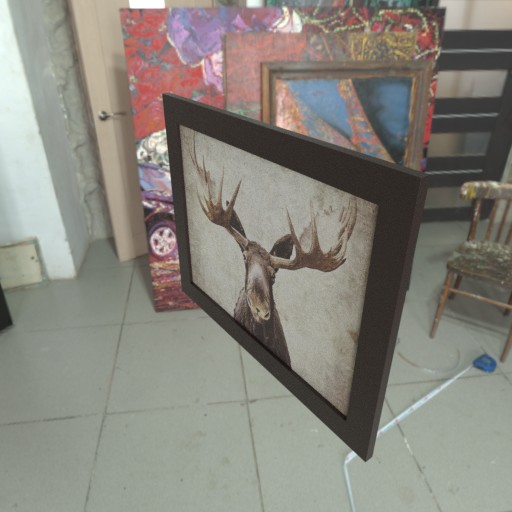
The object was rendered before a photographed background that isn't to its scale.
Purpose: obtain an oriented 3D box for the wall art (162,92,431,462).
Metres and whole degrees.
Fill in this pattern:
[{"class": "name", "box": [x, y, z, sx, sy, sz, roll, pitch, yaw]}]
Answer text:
[{"class": "wall art", "box": [0.000, 0.000, 1.601, 0.034, 0.952, 1.207, -21, 36, -31]}]
